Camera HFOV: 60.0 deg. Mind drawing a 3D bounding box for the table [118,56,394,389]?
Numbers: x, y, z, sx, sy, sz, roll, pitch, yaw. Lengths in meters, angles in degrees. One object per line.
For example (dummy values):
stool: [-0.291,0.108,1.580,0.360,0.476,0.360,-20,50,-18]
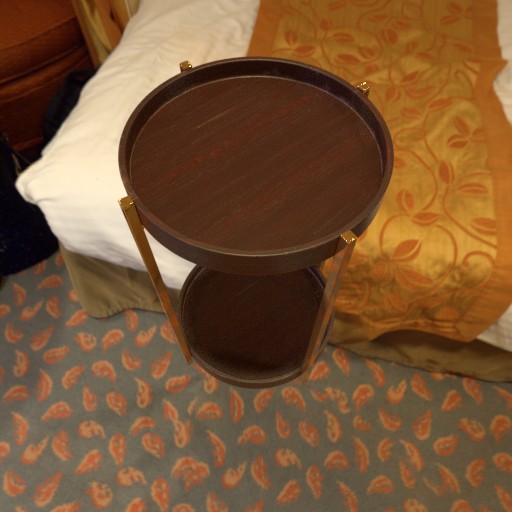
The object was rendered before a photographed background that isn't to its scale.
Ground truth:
table: [0.000,0.000,0.858,0.400,0.610,0.400,-30,63,-17]
